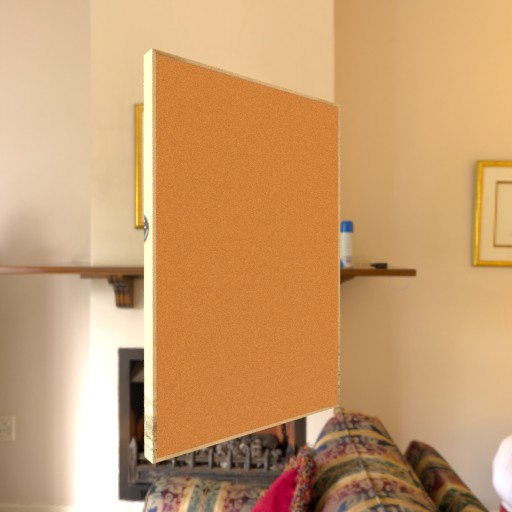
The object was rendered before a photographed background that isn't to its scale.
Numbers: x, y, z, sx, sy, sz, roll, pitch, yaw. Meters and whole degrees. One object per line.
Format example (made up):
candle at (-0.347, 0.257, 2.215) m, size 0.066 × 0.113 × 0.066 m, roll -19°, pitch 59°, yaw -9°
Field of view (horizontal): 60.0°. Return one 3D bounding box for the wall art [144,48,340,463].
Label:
wall art at (0.000, 0.000, 0.984) m, size 0.508 × 0.764 × 0.038 m, roll 0°, pitch 0°, yaw -37°
